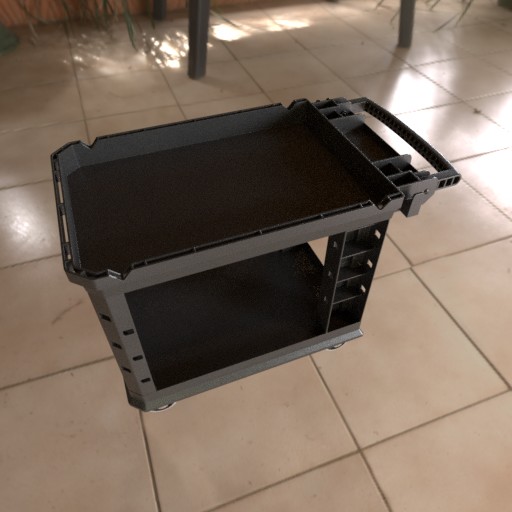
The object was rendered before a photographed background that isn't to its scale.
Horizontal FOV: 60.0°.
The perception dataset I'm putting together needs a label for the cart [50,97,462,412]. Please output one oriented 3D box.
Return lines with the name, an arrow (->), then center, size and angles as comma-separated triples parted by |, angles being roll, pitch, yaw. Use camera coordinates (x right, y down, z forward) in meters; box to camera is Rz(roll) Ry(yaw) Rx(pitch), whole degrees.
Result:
cart -> 0.000, 0.000, 1.751 | 1.239, 0.884, 0.674 | -16, 48, -15
